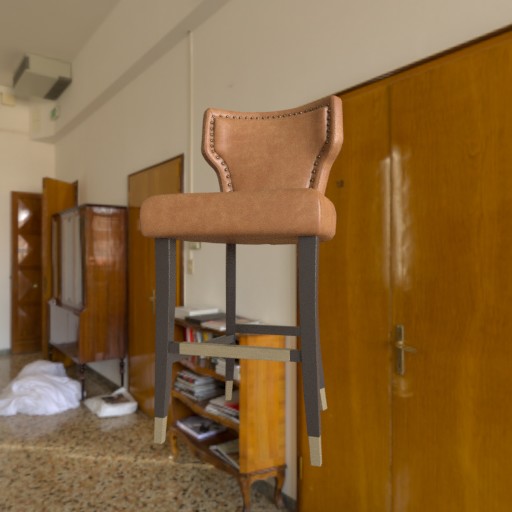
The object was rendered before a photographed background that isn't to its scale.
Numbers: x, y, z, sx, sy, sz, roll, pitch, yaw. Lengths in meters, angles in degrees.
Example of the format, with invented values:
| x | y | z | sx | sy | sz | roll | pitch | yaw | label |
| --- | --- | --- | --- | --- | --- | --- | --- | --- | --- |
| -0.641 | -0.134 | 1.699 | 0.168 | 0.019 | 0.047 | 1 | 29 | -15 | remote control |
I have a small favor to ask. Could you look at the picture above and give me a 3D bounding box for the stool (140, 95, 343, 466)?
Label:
| x | y | z | sx | sy | sz | roll | pitch | yaw | label |
| --- | --- | --- | --- | --- | --- | --- | --- | --- | --- |
| 0.000 | 0.000 | 1.423 | 0.526 | 1.092 | 0.563 | 0 | 0 | 18 | stool |
